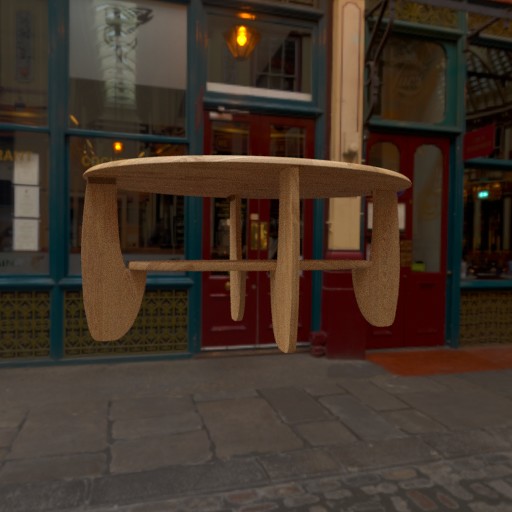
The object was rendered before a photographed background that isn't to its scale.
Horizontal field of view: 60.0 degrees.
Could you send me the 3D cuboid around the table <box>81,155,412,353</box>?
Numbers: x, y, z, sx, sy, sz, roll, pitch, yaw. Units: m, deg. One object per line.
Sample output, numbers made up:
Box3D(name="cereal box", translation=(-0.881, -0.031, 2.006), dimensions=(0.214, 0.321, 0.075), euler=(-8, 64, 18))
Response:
Box3D(name="table", translation=(0.000, 0.000, 1.415), dimensions=(1.040, 0.490, 0.690), euler=(0, 1, -16))
